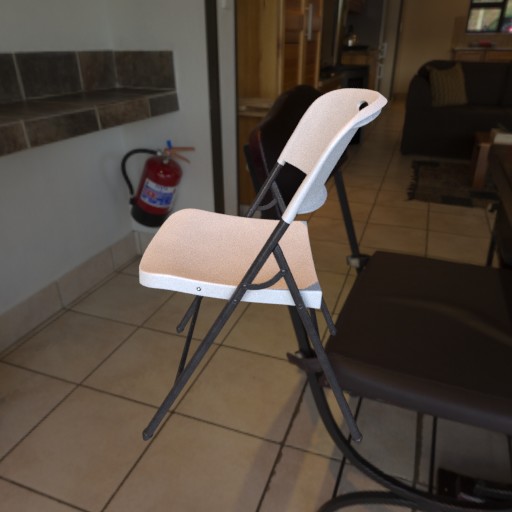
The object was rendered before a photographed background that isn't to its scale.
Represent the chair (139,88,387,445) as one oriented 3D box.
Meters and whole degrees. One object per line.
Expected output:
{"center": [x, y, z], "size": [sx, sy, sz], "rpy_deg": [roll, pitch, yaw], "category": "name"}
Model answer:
{"center": [0.000, 0.000, 1.161], "size": [0.566, 0.810, 0.494], "rpy_deg": [1, 26, 1], "category": "chair"}
